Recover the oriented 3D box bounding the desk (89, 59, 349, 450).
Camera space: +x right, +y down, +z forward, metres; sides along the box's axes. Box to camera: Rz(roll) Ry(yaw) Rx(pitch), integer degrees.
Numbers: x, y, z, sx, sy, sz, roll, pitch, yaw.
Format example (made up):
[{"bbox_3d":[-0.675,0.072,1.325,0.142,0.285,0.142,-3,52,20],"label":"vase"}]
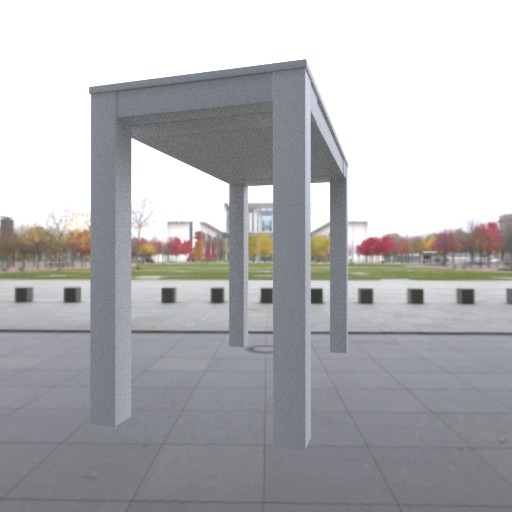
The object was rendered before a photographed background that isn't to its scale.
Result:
[{"bbox_3d":[0.000,0.000,1.405,0.497,0.762,0.990,0,0,16],"label":"desk"}]
